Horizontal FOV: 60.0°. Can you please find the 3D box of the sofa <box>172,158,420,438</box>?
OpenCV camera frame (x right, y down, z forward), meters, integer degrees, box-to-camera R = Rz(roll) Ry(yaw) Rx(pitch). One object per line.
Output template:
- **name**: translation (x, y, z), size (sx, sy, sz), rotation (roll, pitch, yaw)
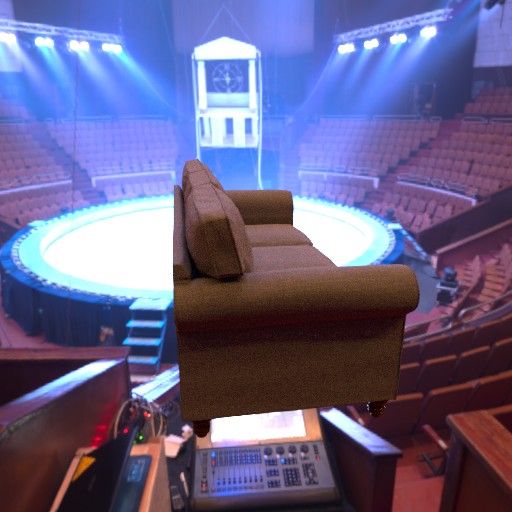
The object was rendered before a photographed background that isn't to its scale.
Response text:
- **sofa**: translation (0.000, 0.000, 2.563), size (0.916, 0.961, 2.084), rotation (-3, 18, -9)
